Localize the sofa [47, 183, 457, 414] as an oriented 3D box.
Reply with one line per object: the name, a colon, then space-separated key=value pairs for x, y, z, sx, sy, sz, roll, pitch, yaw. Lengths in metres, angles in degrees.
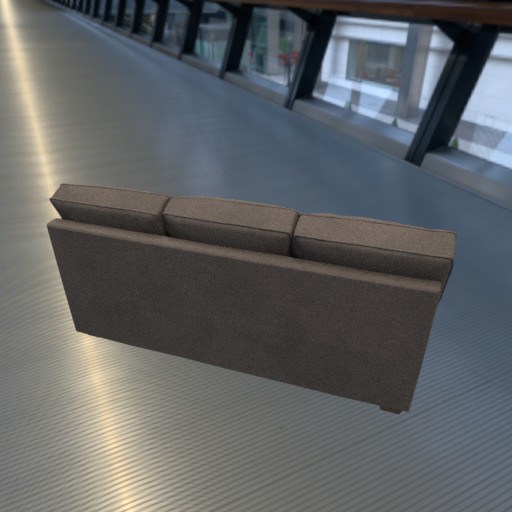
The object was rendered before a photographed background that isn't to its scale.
sofa: x=0.000 y=0.000 z=2.574 sx=1.962 sy=0.973 sz=1.027 roll=10 pitch=32 yaw=16
